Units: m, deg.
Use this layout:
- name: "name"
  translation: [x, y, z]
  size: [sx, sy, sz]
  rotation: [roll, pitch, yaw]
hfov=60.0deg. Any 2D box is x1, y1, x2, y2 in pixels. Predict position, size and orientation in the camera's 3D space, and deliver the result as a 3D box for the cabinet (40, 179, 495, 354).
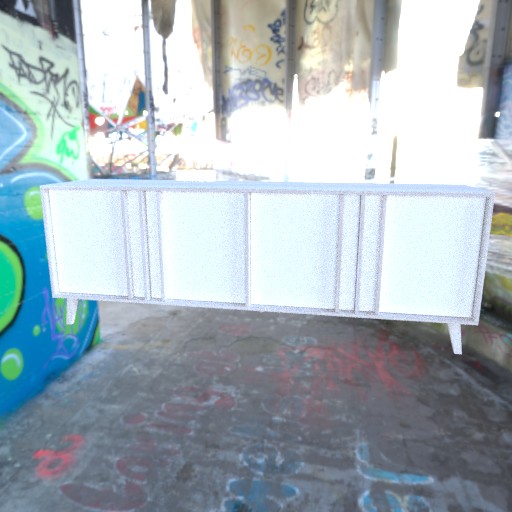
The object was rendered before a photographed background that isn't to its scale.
- name: "cabinet"
  translation: [0.000, 0.000, 2.447]
  size: [2.200, 0.780, 0.500]
  rotation: [2, 14, 10]
